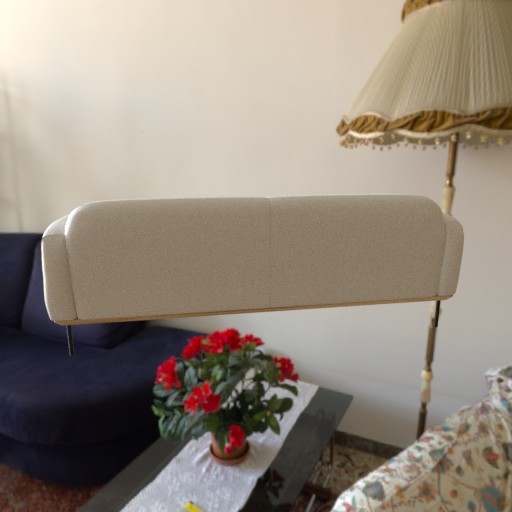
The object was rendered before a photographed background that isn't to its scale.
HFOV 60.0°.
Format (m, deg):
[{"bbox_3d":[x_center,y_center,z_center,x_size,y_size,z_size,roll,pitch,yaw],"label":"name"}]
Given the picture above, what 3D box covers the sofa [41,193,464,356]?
[{"bbox_3d":[0.000,0.000,2.648,2.257,0.780,0.880,-3,14,-10],"label":"sofa"}]
